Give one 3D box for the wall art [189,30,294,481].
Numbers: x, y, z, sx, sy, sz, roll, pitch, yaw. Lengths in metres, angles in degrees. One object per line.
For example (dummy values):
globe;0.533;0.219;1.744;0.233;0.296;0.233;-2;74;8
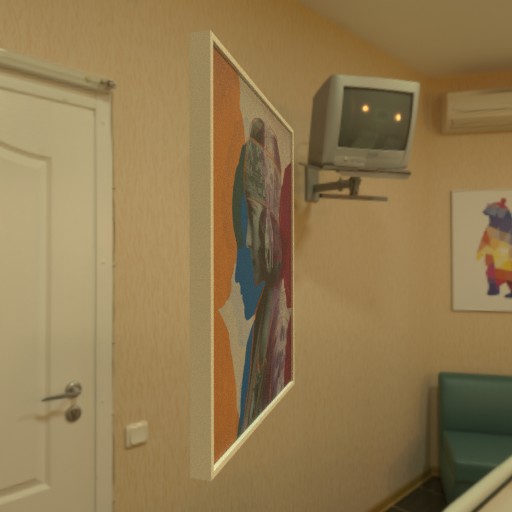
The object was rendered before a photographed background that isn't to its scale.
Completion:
wall art;0.000;0.000;0.753;0.030;0.549;0.443;0;-1;18
